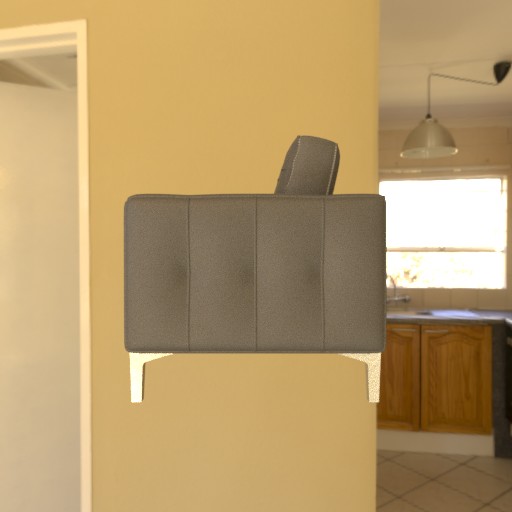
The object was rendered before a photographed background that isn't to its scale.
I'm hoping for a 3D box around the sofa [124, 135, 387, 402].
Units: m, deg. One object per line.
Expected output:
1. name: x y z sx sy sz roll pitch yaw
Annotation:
1. sofa: 0.000 0.000 2.197 0.833 0.892 1.726 0 1 0
